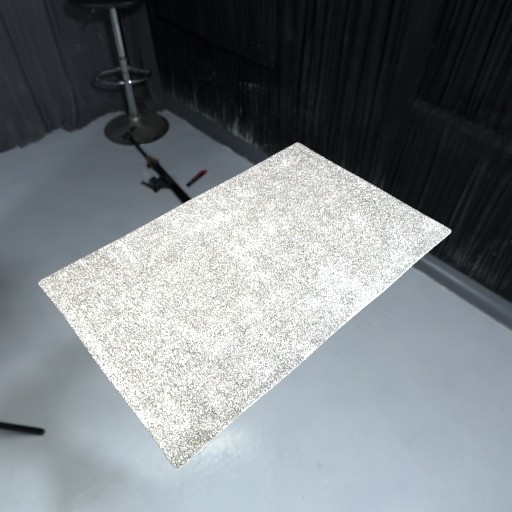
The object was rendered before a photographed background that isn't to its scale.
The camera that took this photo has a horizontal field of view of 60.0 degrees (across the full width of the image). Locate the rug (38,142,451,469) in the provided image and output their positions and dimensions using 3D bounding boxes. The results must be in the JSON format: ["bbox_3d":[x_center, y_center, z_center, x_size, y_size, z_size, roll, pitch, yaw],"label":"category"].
[{"bbox_3d":[0.000,0.000,2.946,2.350,0.025,1.502,-34,55,-27],"label":"rug"}]
